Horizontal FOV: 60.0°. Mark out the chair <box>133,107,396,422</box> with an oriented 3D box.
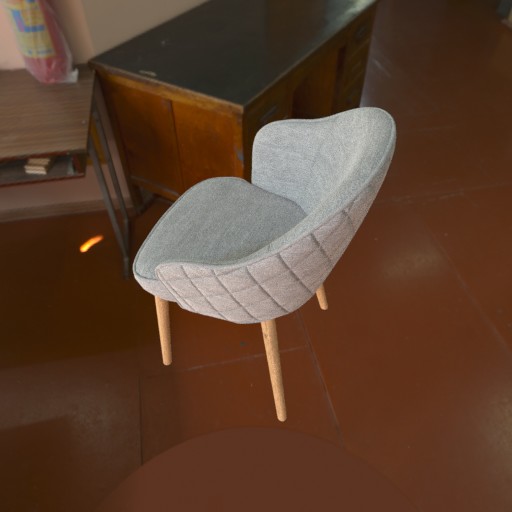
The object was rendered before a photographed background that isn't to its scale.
[{"bbox_3d":[0.000,0.000,1.140,0.530,0.800,0.540,17,50,15],"label":"chair"}]
